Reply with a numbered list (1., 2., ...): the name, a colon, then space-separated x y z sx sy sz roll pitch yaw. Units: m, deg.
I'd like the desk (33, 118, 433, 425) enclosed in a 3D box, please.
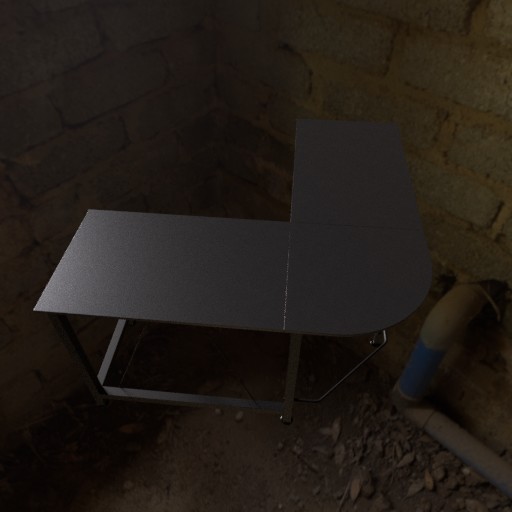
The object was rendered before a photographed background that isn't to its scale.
1. desk: 0.000 0.000 2.230 1.400 0.762 1.400 4 46 4
